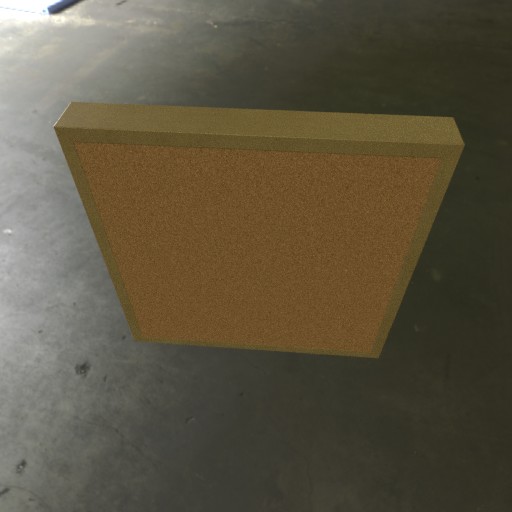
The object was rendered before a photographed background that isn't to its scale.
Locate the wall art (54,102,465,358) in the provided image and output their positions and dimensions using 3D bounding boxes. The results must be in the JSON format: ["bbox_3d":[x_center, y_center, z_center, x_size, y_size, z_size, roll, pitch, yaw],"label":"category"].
[{"bbox_3d":[0.000,0.000,0.452,0.305,0.305,0.038,3,48,3],"label":"wall art"}]
